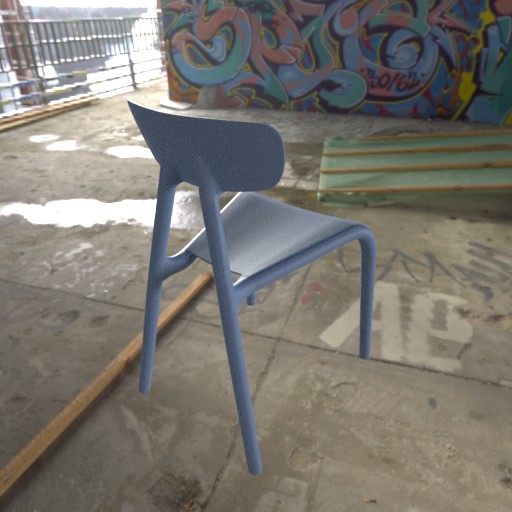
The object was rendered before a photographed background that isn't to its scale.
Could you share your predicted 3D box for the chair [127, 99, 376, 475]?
[{"bbox_3d":[0.000,0.000,0.833,0.356,0.580,0.401,21,36,33],"label":"chair"}]
